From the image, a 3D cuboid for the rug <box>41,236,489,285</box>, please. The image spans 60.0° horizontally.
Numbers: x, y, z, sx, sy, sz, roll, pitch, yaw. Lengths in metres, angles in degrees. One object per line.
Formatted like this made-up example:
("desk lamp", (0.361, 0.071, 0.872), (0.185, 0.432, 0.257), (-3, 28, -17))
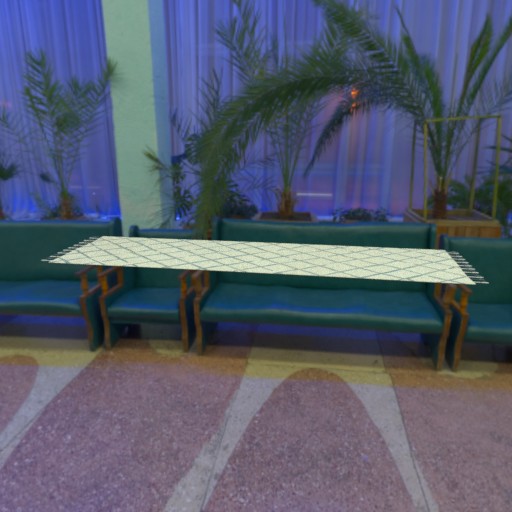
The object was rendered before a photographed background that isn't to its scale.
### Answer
("rug", (0.000, 0.000, 2.588), (2.372, 0.008, 0.620), (3, 17, 9))
